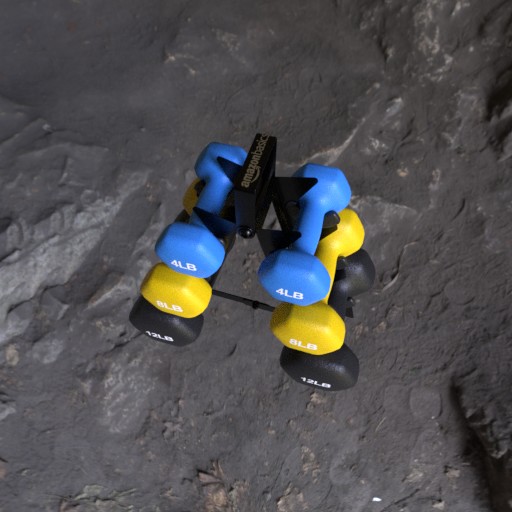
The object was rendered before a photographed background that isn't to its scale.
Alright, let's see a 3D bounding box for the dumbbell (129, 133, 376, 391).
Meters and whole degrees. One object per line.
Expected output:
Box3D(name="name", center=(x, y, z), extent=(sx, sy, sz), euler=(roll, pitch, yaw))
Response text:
Box3D(name="dumbbell", center=(0.000, 0.000, 0.698), extent=(0.409, 0.426, 0.255), euler=(14, 59, 9))
